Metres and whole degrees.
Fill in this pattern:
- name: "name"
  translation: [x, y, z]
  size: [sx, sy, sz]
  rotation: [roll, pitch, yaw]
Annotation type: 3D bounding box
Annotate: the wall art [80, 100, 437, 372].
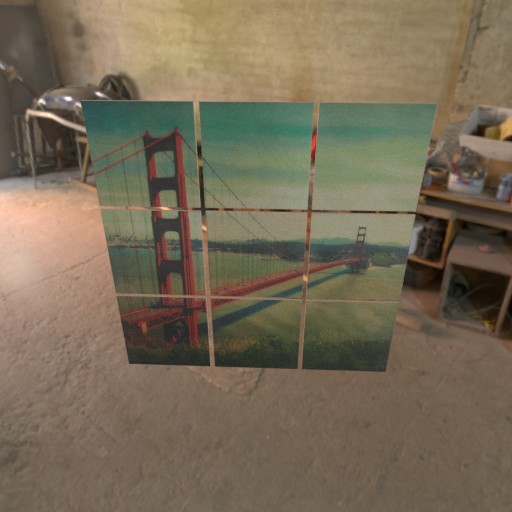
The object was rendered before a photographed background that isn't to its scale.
- name: "wall art"
  translation: [0.000, 0.000, 2.258]
  size: [1.519, 1.507, 0.014]
  rotation: [1, 29, 2]
